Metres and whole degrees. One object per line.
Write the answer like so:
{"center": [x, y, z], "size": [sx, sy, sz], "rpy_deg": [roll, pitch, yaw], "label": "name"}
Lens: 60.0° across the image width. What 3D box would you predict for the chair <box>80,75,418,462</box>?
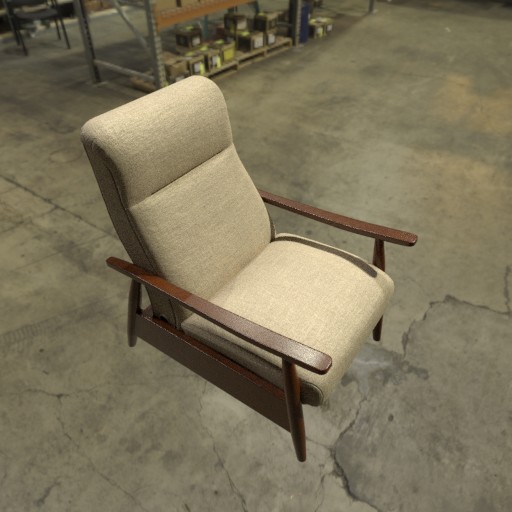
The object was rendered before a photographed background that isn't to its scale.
{"center": [0.000, 0.000, 1.758], "size": [1.014, 1.082, 0.762], "rpy_deg": [25, 47, 26], "label": "chair"}
